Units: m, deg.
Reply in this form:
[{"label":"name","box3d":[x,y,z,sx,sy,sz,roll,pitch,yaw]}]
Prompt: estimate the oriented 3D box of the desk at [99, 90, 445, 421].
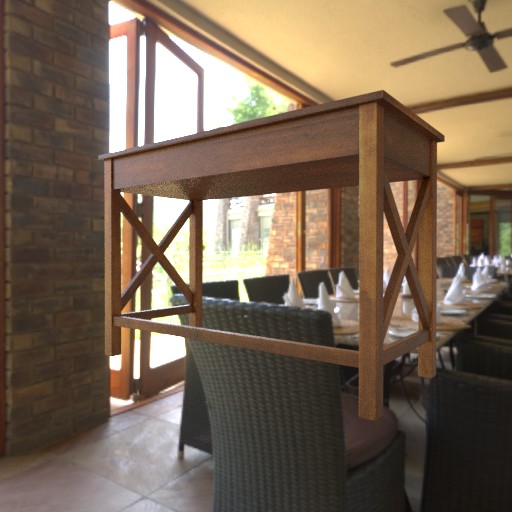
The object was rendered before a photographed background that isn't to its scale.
[{"label":"desk","box3d":[0.000,0.000,1.545,1.117,0.762,0.508,0,1,38]}]
